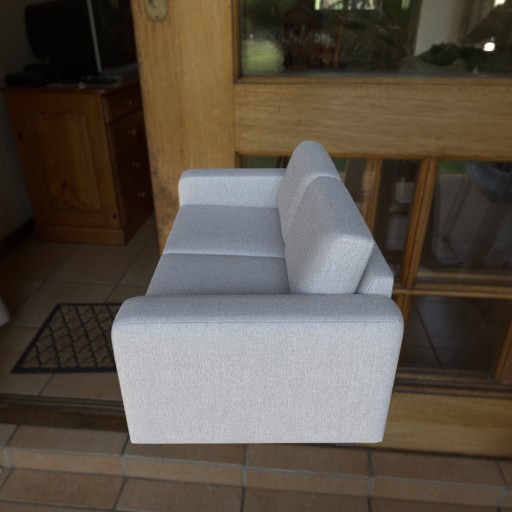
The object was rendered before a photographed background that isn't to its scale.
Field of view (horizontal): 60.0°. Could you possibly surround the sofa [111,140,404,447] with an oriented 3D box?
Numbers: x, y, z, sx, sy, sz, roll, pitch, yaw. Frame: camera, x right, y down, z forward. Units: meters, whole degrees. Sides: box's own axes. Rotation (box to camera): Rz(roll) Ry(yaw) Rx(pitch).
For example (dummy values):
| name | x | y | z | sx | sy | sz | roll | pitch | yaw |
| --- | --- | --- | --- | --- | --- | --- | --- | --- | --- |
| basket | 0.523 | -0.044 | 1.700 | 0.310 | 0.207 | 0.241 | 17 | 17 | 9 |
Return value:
| name | x | y | z | sx | sy | sz | roll | pitch | yaw |
| --- | --- | --- | --- | --- | --- | --- | --- | --- | --- |
| sofa | 0.000 | 0.000 | 2.050 | 0.900 | 0.800 | 1.540 | 0 | 28 | 0 |
